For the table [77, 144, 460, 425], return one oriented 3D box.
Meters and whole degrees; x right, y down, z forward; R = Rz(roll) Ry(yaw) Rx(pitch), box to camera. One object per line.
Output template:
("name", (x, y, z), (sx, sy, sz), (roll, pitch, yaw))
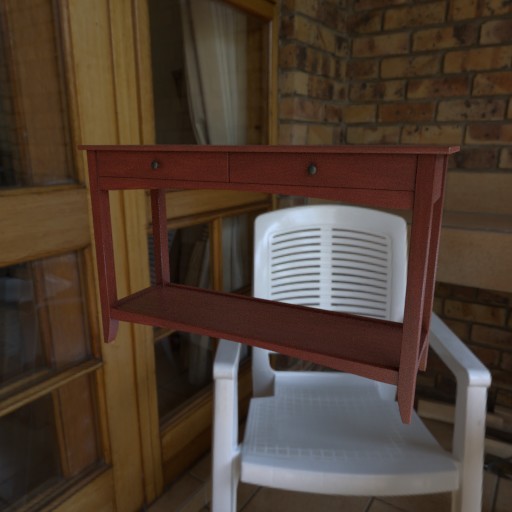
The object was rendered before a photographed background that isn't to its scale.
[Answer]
("table", (0.000, 0.000, 1.526), (1.188, 0.739, 0.392), (7, 16, 26))
